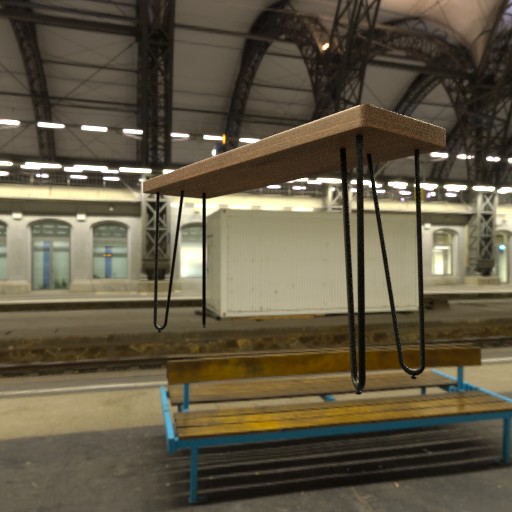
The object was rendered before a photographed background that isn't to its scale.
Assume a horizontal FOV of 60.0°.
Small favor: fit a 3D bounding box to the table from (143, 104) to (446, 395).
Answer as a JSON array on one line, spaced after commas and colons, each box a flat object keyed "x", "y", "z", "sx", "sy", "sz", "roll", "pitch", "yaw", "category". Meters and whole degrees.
[{"x": 0.000, "y": 0.000, "z": 1.972, "sx": 0.425, "sy": 0.834, "sz": 1.570, "roll": 0, "pitch": 0, "yaw": -37, "category": "table"}]
